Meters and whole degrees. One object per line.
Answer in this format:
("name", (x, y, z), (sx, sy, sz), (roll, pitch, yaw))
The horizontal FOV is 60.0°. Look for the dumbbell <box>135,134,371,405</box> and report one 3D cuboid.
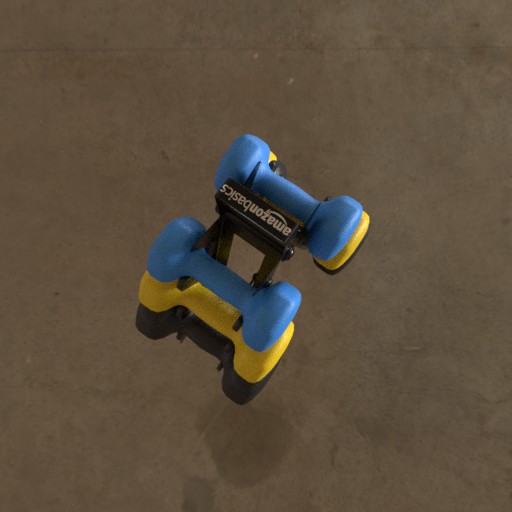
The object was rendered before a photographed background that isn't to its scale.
("dumbbell", (0.000, 0.000, 0.672), (0.255, 0.426, 0.409), (35, 79, 8))
